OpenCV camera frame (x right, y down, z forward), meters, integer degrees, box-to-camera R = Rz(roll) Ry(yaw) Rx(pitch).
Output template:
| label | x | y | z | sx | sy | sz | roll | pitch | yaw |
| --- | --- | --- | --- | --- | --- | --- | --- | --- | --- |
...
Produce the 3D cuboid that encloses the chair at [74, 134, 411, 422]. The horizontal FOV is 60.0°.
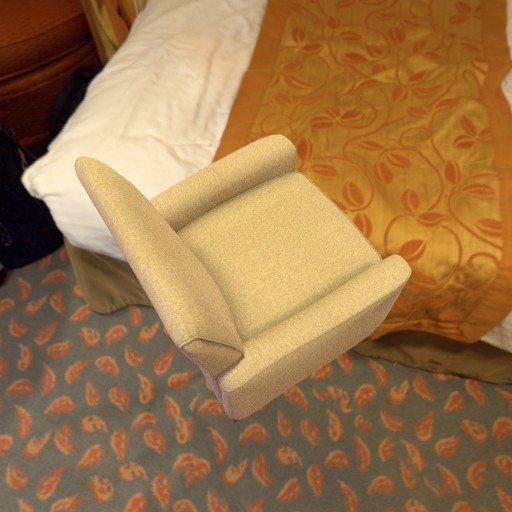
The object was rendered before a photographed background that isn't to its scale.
| label | x | y | z | sx | sy | sz | roll | pitch | yaw |
| --- | --- | --- | --- | --- | --- | --- | --- | --- | --- |
| chair | 0.000 | 0.000 | 1.661 | 0.864 | 1.014 | 0.848 | -29 | 63 | -16 |
